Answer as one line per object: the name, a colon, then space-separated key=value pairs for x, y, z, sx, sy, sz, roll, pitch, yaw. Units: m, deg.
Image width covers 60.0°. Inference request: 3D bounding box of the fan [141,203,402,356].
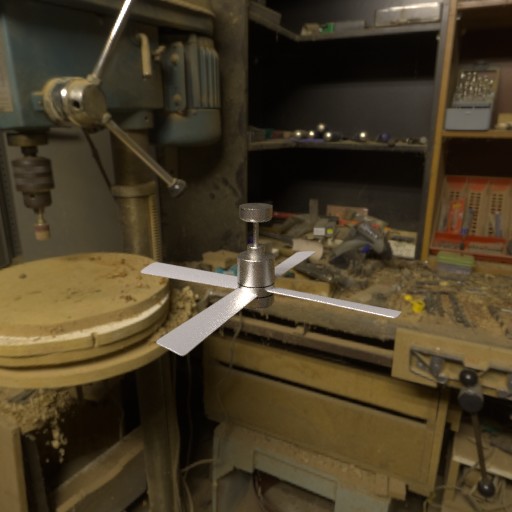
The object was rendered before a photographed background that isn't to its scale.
fan: x=0.000 y=0.000 z=2.367 sx=1.525 sy=0.539 sz=1.525 roll=9 pitch=19 yaw=27
